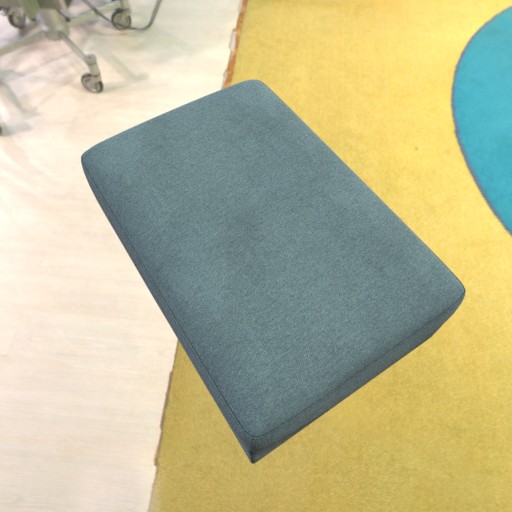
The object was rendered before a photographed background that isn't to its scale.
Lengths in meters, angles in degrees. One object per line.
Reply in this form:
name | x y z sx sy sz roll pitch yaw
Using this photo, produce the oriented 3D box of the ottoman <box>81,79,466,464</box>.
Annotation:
ottoman | 0.000 0.000 1.198 0.584 0.483 0.864 -29 64 -16
